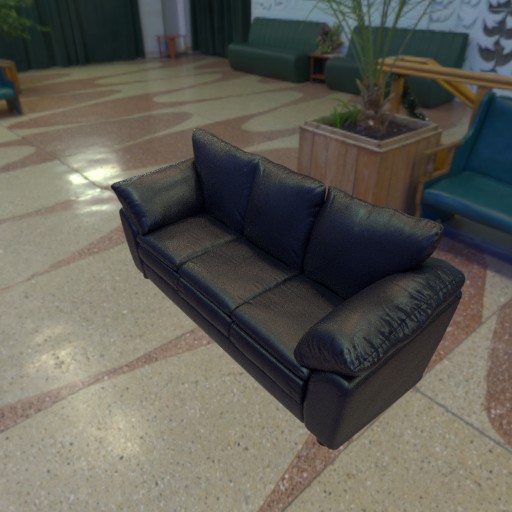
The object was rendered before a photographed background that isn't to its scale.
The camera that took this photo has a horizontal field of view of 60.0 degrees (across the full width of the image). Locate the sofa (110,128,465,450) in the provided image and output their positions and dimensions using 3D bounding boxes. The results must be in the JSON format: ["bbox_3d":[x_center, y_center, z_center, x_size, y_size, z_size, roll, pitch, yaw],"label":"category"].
[{"bbox_3d":[0.000,0.000,2.815,0.880,1.073,2.336,-23,38,-32],"label":"sofa"}]
